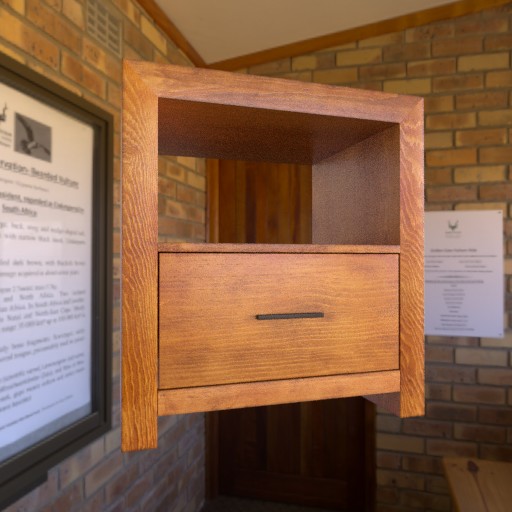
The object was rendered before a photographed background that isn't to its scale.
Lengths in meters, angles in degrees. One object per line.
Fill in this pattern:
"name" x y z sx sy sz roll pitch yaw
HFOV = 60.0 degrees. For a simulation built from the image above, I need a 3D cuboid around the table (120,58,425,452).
"table" 0.000 0.000 0.943 0.550 0.605 0.400 0 -1 -17
